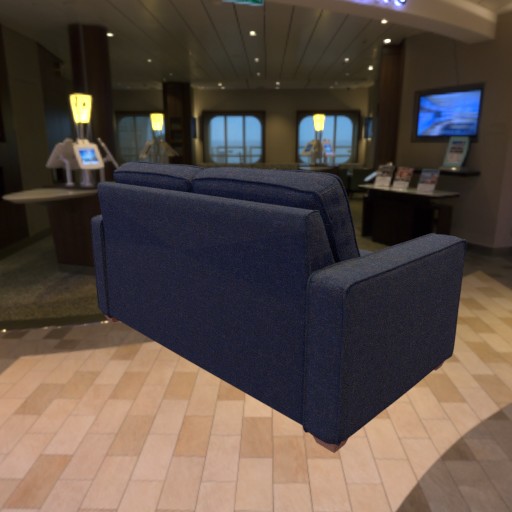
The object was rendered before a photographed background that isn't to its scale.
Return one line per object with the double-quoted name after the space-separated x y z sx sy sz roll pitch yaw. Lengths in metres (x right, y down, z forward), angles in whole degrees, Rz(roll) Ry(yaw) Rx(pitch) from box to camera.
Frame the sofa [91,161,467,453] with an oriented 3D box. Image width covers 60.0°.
0.000 0.000 2.218 0.947 0.918 1.709 -14 20 -43 "sofa"
